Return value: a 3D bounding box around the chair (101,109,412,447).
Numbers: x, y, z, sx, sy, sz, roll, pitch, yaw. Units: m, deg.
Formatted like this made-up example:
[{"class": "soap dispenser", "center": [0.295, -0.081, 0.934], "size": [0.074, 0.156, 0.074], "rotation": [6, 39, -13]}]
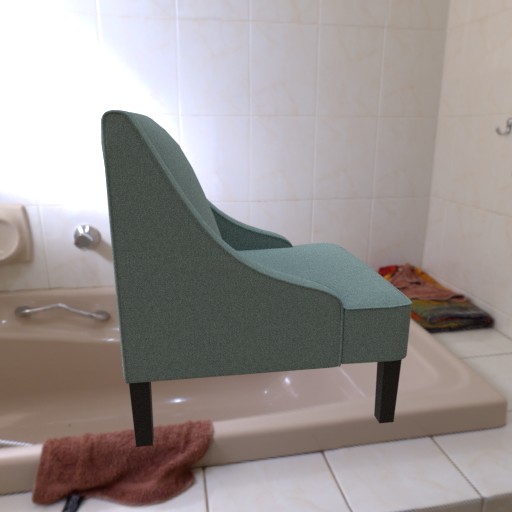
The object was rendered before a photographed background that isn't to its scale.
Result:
[{"class": "chair", "center": [0.000, 0.000, 1.859], "size": [1.025, 1.133, 0.857], "rotation": [-2, 16, -8]}]
